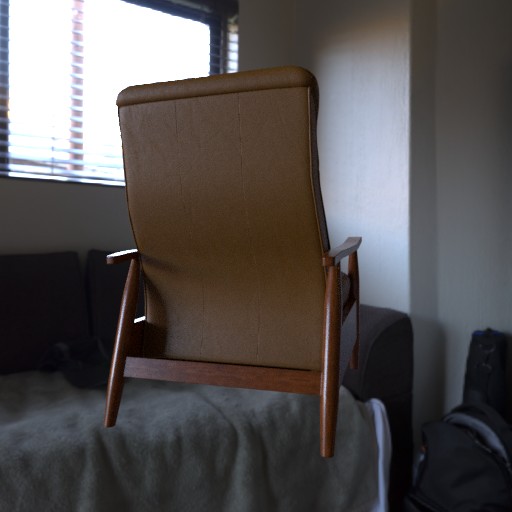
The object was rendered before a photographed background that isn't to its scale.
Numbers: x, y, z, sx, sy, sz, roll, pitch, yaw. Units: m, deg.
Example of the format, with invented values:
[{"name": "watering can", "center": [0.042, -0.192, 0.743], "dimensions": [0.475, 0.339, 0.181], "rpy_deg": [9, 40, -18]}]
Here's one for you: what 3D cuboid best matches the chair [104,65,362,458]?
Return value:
[{"name": "chair", "center": [0.000, 0.000, 1.770], "dimensions": [0.762, 1.082, 1.014], "rpy_deg": [0, 1, 17]}]
